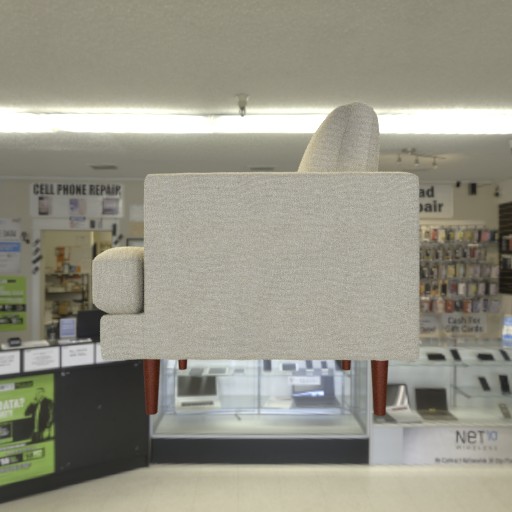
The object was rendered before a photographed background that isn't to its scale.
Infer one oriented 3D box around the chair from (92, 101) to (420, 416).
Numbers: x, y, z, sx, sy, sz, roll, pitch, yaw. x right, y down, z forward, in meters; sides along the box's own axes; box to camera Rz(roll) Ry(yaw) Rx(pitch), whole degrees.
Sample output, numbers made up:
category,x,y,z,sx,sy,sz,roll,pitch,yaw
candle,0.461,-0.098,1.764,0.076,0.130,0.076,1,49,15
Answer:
category,x,y,z,sx,sy,sz,roll,pitch,yaw
chair,0.000,0.000,1.604,0.899,0.957,0.858,0,0,1
